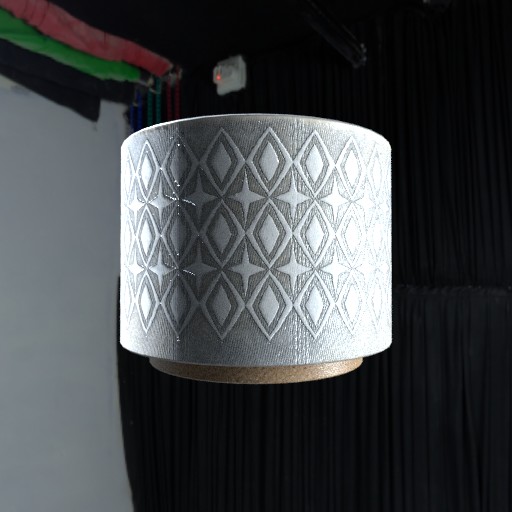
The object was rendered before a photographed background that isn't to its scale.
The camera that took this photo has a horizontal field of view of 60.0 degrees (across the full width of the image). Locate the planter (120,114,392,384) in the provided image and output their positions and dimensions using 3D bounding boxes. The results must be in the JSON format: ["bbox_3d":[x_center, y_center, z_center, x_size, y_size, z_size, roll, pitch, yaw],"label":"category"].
[{"bbox_3d":[0.000,0.000,0.319,0.186,0.144,0.186,0,-1,0],"label":"planter"}]
